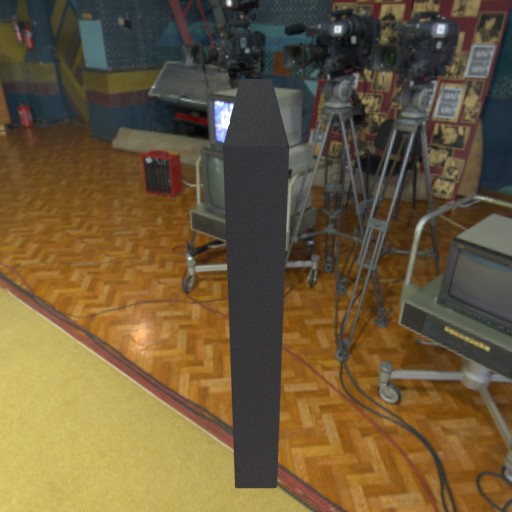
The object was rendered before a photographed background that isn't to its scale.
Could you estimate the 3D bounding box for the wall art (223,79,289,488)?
[{"bbox_3d":[0.000,0.000,0.455,0.037,0.305,0.305,0,28,0],"label":"wall art"}]
